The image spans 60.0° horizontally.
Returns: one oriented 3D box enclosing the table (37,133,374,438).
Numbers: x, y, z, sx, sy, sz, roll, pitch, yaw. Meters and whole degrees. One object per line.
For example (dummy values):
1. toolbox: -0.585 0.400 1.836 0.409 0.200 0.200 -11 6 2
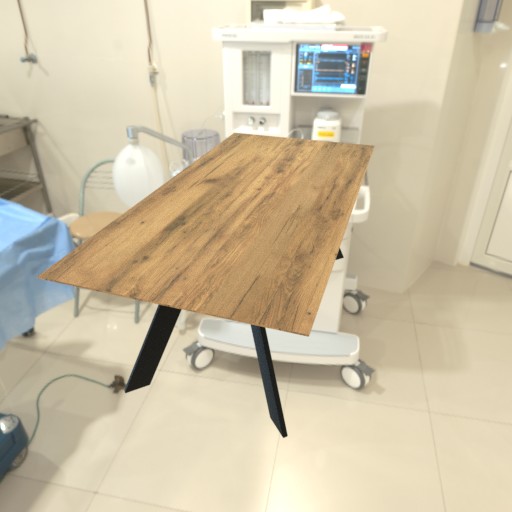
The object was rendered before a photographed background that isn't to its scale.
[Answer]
1. table: 0.000 0.000 2.473 1.000 0.770 2.000 10 32 16
